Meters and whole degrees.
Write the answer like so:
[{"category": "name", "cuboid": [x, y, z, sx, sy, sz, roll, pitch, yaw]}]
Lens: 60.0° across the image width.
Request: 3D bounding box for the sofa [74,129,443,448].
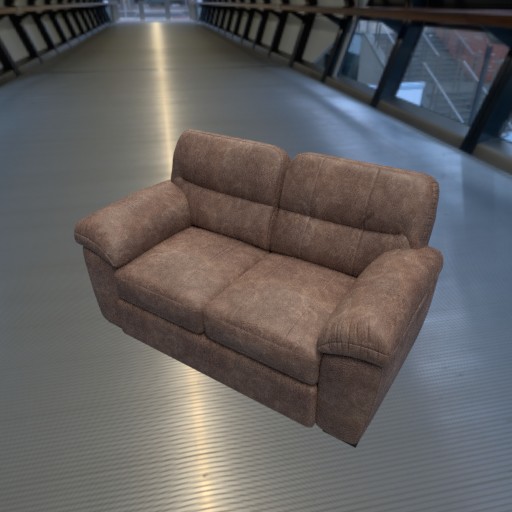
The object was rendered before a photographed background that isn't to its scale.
[{"category": "sofa", "cuboid": [0.000, 0.000, 2.363, 1.753, 0.991, 0.991, 18, 35, 28]}]
